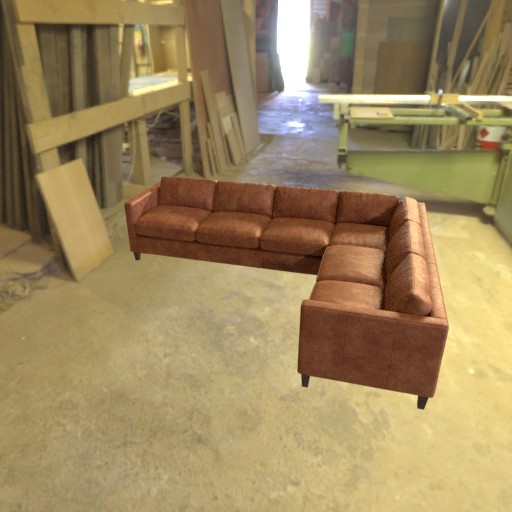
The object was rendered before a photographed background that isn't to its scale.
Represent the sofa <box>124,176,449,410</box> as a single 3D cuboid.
[{"bbox_3d":[0.000,0.000,4.262,3.167,0.838,2.438,7,27,14],"label":"sofa"}]
